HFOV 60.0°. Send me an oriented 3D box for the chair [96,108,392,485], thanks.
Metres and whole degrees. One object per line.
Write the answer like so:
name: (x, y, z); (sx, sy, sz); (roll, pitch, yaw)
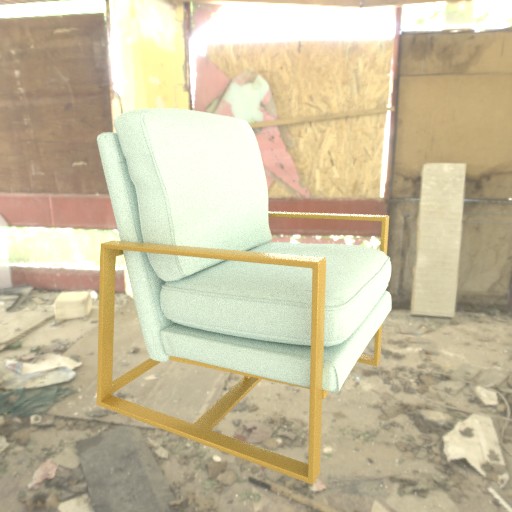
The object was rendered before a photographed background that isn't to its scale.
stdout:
chair: (0.000, 0.000, 1.507); (0.813, 0.956, 0.758); (7, 16, 27)
